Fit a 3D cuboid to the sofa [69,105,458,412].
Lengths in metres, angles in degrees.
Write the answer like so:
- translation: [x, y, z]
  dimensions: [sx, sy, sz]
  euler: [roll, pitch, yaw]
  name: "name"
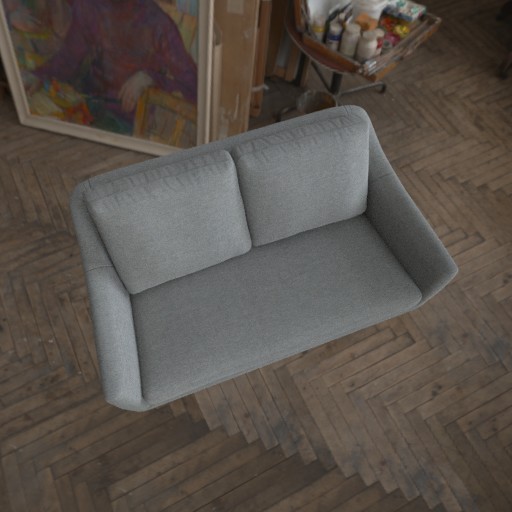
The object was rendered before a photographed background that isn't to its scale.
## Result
- translation: [0.000, 0.000, 2.188]
  dimensions: [1.619, 0.904, 0.960]
  euler: [-19, 65, -9]
  name: "sofa"
